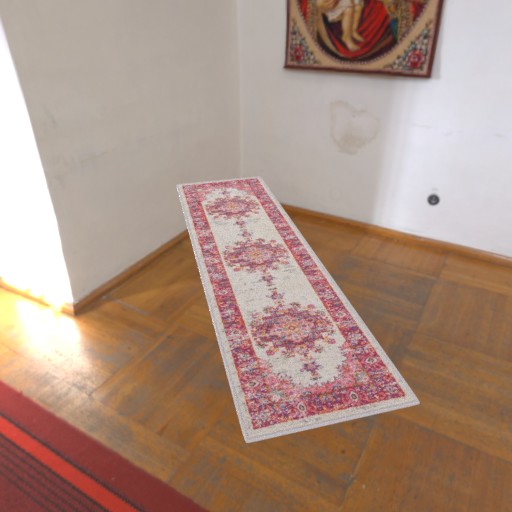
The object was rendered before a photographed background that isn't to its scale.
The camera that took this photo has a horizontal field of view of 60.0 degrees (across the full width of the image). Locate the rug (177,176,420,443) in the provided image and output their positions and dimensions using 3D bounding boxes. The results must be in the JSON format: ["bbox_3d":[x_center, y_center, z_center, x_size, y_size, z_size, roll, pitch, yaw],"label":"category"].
[{"bbox_3d":[0.000,0.000,2.504,0.666,0.011,2.294,-8,33,-12],"label":"rug"}]
